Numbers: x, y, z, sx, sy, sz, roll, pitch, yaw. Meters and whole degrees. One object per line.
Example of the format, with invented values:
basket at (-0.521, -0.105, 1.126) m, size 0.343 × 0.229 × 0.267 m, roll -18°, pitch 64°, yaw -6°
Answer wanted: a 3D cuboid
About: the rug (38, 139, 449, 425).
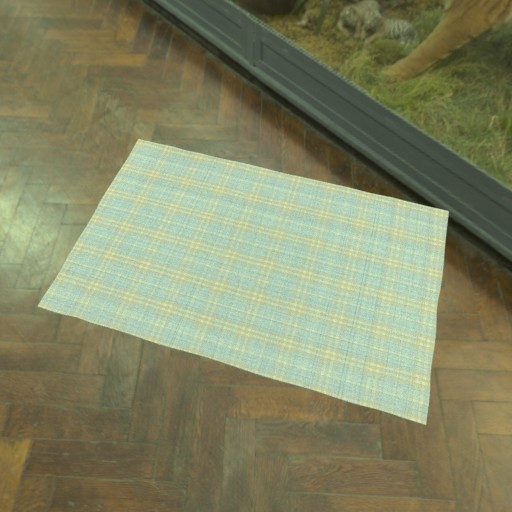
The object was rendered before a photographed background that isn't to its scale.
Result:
rug at (0.000, 0.000, 3.022) m, size 2.460 × 0.016 × 1.545 m, roll 15°, pitch 61°, yaw 8°
